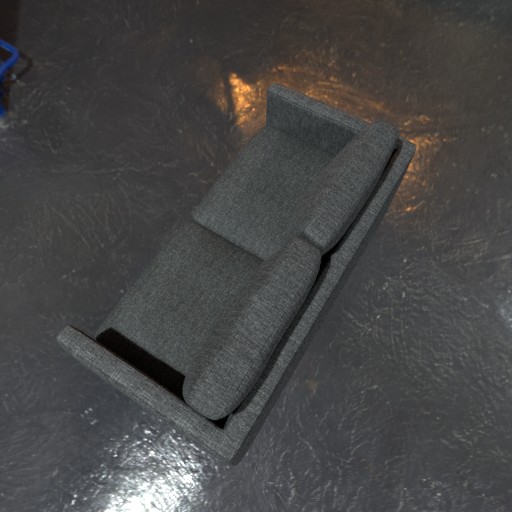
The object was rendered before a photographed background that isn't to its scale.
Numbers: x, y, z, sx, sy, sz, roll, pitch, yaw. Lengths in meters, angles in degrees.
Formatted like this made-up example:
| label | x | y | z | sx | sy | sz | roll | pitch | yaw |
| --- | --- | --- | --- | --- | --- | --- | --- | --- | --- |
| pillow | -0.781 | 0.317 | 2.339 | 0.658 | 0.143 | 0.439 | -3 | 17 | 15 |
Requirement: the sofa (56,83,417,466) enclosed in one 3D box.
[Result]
| label | x | y | z | sx | sy | sz | roll | pitch | yaw |
| --- | --- | --- | --- | --- | --- | --- | --- | --- | --- |
| sofa | 0.000 | 0.000 | 2.406 | 0.950 | 0.963 | 1.884 | 29 | 67 | 14 |
